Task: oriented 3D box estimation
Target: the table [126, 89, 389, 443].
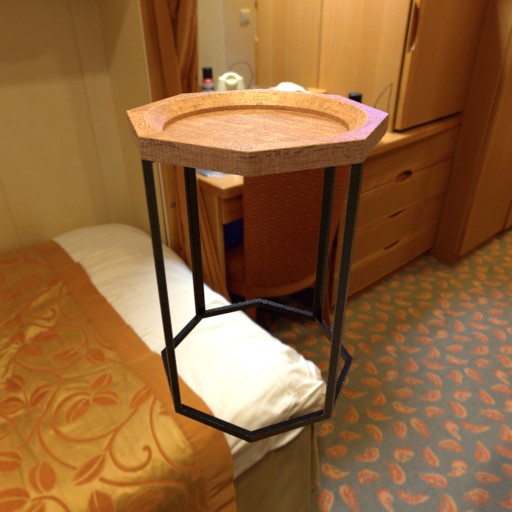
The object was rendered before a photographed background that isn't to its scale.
[{"bbox_3d":[0.000,0.000,0.875,0.437,0.553,0.437,1,30,2],"label":"table"}]
